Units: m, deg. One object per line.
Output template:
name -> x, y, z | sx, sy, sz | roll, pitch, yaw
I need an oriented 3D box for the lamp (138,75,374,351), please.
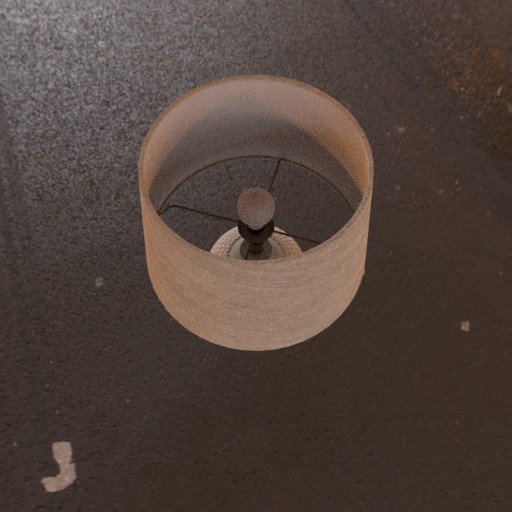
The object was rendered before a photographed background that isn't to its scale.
lamp -> 0.000, 0.000, 0.841 | 0.390, 0.580, 0.390 | 0, 64, 0
